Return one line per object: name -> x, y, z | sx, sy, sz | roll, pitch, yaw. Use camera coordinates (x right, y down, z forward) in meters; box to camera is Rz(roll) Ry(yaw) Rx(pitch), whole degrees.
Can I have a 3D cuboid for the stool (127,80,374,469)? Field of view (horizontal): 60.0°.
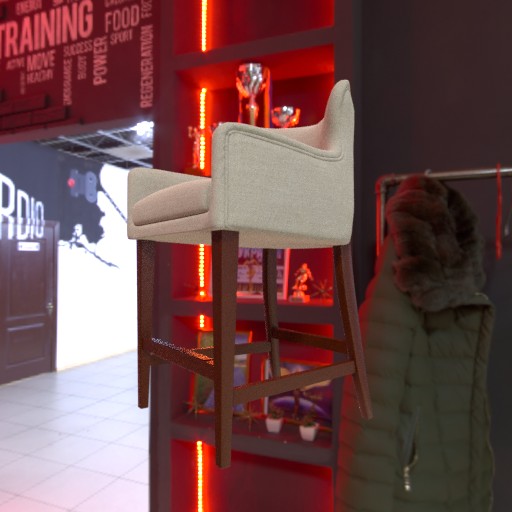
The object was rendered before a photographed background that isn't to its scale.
stool -> 0.000, 0.000, 1.396 | 0.637, 0.987, 0.615 | 1, -1, -35
